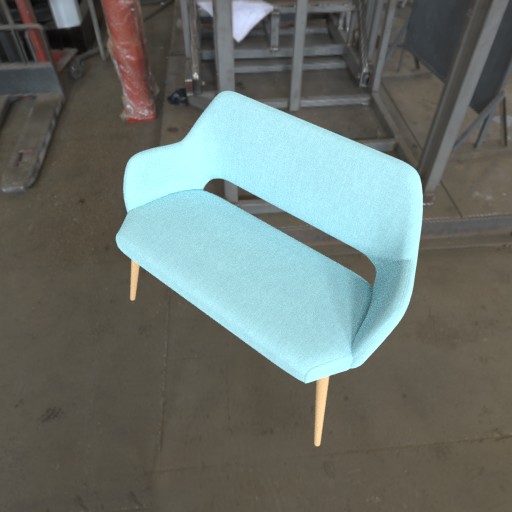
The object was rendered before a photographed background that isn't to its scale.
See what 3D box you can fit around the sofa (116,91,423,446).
[{"bbox_3d":[0.000,0.000,1.650,1.150,0.840,0.610,31,55,26],"label":"sofa"}]
